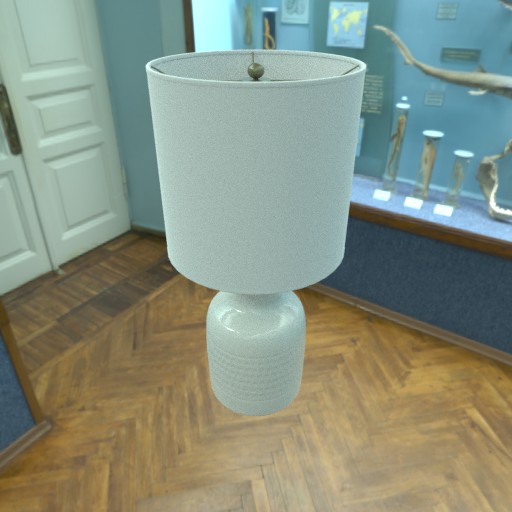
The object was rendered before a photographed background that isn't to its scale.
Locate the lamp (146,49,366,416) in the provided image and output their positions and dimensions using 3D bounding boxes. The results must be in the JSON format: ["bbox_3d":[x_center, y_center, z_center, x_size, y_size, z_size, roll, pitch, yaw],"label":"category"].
[{"bbox_3d":[0.000,0.000,0.486,0.188,0.392,0.188,21,37,30],"label":"lamp"}]
